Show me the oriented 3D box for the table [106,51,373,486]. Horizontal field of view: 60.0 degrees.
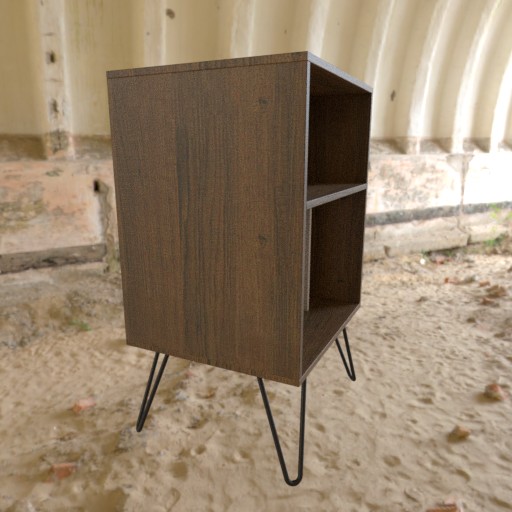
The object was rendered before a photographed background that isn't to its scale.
[{"bbox_3d":[0.000,0.000,1.165,0.457,0.866,0.526,7,15,25],"label":"table"}]
